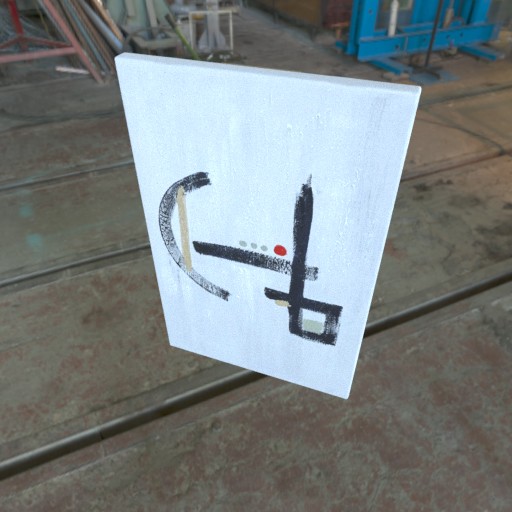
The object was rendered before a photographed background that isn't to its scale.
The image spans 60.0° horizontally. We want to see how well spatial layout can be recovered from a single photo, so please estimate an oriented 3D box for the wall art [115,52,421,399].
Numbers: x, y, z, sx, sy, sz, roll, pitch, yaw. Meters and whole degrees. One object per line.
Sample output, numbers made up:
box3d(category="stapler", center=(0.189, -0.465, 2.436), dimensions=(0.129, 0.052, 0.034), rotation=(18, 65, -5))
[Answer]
box3d(category="wall art", center=(0.000, 0.000, 1.131), dimensions=(0.602, 0.916, 0.048), rotation=(13, 42, 15))
